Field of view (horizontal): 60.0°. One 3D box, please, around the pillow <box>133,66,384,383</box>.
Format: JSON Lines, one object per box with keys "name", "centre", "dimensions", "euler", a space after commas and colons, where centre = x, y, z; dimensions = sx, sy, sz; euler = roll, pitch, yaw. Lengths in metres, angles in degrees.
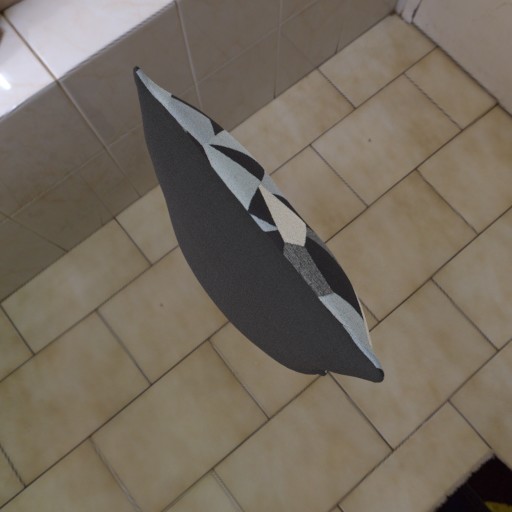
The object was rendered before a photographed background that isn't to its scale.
{"name": "pillow", "centre": [0.000, 0.000, 0.757], "dimensions": [0.208, 0.496, 0.503], "euler": [-36, 79, -8]}
